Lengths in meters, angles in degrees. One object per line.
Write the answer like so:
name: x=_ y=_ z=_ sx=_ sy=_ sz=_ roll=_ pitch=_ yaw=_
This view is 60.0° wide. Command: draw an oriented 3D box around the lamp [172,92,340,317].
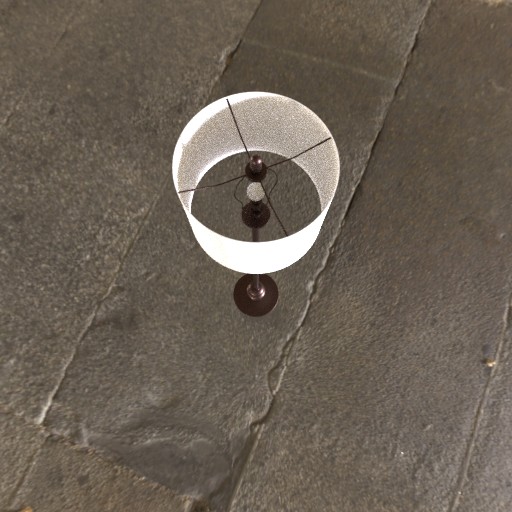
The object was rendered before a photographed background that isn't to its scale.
lamp: x=0.000 y=0.000 z=1.634 sx=0.356 sy=1.487 sz=0.356 roll=-21 pitch=75 yaw=-6
